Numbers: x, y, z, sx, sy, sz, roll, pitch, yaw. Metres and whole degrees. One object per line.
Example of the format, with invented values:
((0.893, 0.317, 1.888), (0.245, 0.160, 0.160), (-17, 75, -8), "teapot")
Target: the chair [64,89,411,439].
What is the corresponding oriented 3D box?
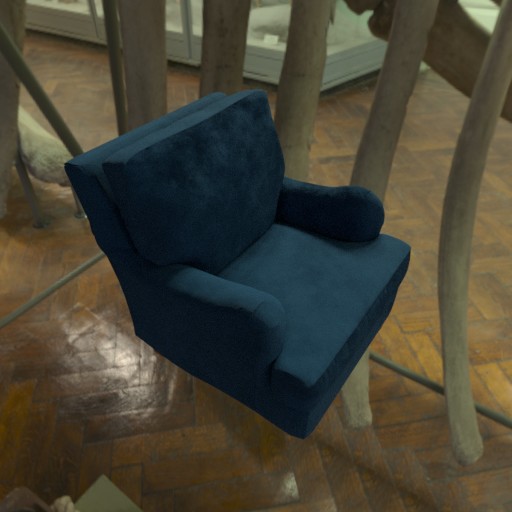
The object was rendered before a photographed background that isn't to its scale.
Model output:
((0.000, 0.000, 1.848), (1.078, 1.076, 0.895), (25, 46, 26), "chair")
